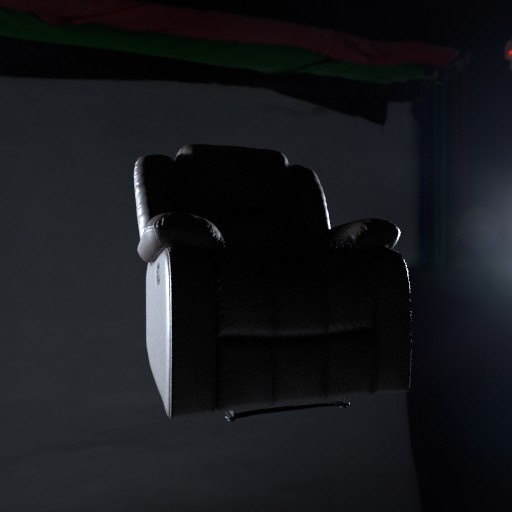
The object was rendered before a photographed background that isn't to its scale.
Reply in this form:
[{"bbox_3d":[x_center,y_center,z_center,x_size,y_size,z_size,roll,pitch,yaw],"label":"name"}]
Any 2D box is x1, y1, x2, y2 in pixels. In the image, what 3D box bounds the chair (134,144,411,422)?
[{"bbox_3d":[0.000,0.000,1.753,0.899,1.009,0.934,0,0,-18],"label":"chair"}]
